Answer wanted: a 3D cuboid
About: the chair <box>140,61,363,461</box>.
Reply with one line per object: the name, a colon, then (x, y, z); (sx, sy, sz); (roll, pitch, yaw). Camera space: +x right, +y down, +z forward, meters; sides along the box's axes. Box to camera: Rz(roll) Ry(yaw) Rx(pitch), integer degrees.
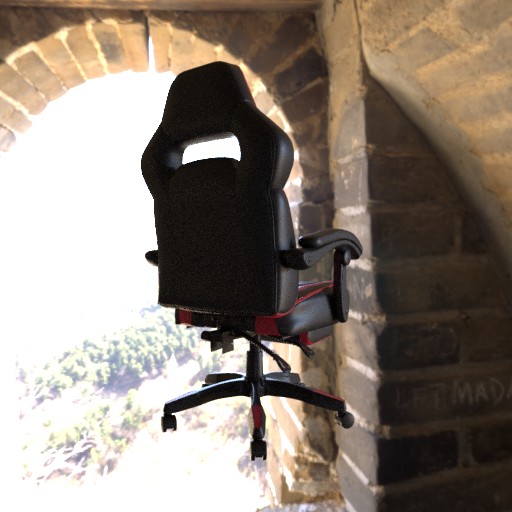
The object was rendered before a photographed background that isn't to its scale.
chair: (0.000, 0.000, 1.681); (0.700, 1.220, 0.700); (0, 0, 34)
